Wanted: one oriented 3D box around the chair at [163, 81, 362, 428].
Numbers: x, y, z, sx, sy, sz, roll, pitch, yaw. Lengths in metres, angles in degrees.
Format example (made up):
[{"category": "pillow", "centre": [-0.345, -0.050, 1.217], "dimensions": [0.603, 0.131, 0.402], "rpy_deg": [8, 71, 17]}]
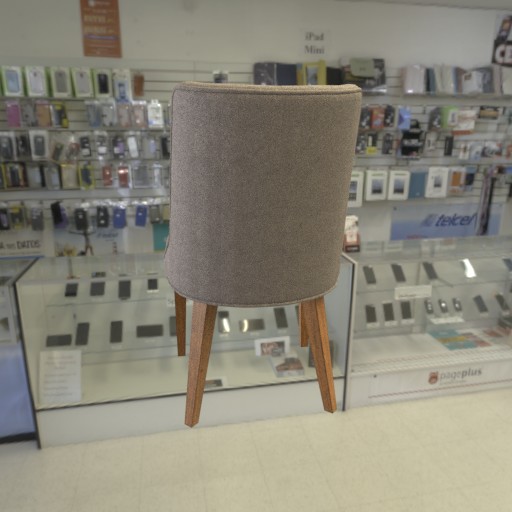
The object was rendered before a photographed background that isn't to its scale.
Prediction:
[{"category": "chair", "centre": [0.000, 0.000, 1.309], "dimensions": [0.548, 0.916, 0.636], "rpy_deg": [-2, 16, -9]}]
